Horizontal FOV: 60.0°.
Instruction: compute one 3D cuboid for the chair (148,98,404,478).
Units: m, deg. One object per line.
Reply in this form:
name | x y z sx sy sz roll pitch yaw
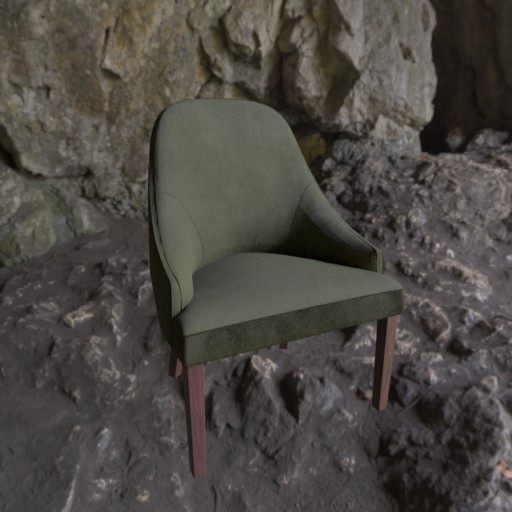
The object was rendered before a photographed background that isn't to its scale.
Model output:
chair | 0.000 0.000 1.294 0.643 0.889 0.575 -8 19 -25
